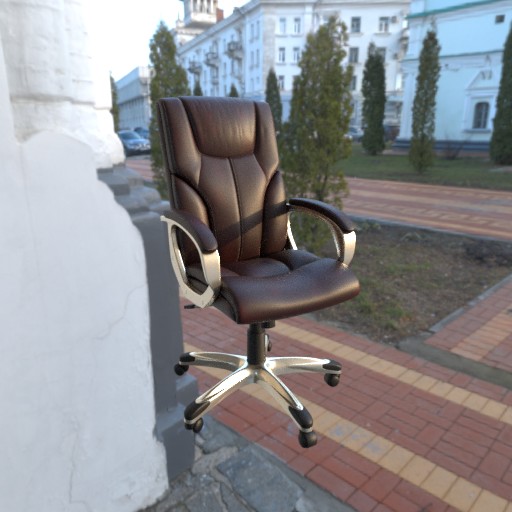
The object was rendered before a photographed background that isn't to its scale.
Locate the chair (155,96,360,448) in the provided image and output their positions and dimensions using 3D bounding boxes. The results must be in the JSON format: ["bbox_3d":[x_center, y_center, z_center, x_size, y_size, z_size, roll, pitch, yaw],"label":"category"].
[{"bbox_3d":[0.000,0.000,1.577,0.662,1.107,0.739,-9,18,-28],"label":"chair"}]
